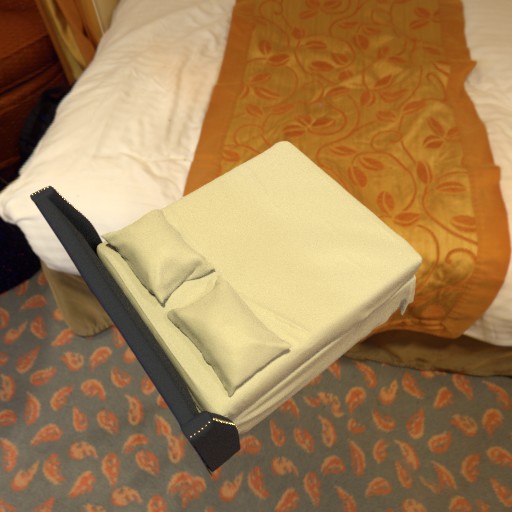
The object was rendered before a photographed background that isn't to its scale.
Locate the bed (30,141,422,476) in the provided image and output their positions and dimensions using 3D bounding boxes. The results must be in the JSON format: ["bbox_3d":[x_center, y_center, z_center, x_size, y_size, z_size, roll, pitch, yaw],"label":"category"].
[{"bbox_3d":[0.000,0.000,3.375,2.276,1.332,1.925,-33,63,-19],"label":"bed"}]
